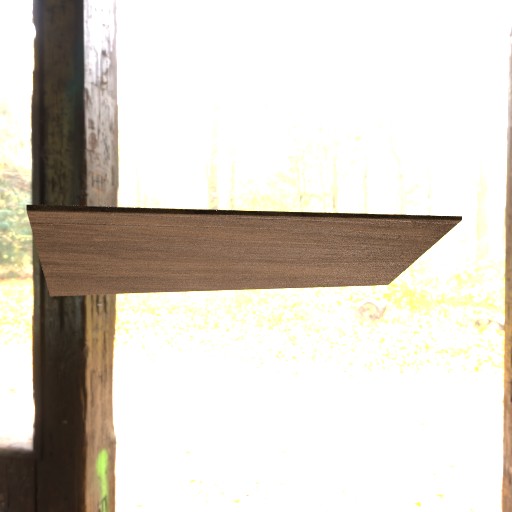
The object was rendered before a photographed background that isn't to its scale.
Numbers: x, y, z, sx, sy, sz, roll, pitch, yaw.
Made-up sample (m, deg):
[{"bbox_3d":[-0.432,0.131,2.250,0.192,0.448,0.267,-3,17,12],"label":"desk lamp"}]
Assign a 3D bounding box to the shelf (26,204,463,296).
[{"bbox_3d":[0.000,0.000,0.690,0.610,0.125,0.200,0,1,-18],"label":"shelf"}]
